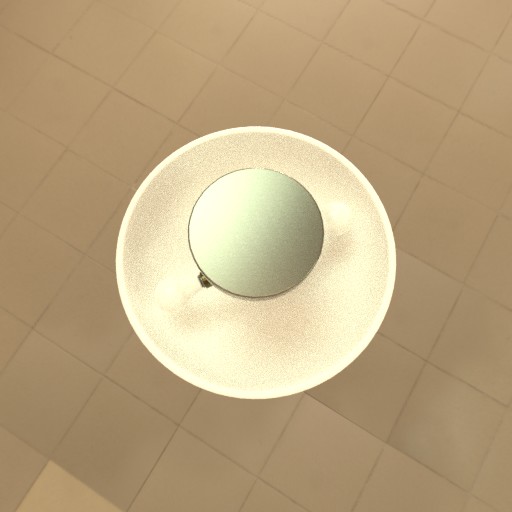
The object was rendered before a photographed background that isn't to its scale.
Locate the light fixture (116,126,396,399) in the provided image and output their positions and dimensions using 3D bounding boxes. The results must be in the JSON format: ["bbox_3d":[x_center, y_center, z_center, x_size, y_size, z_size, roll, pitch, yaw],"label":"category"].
[{"bbox_3d":[0.000,0.000,0.539,0.330,0.214,0.330,0,76,0],"label":"light fixture"}]
